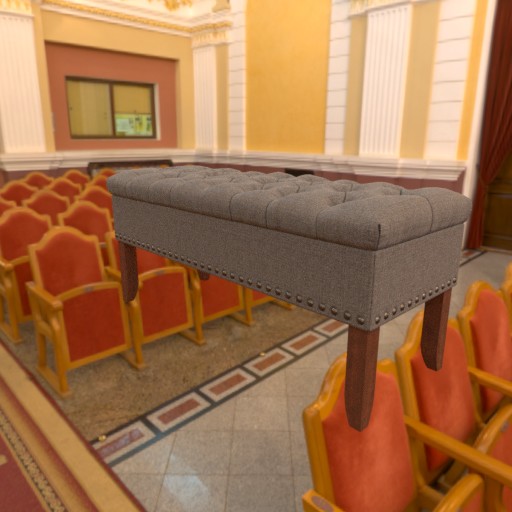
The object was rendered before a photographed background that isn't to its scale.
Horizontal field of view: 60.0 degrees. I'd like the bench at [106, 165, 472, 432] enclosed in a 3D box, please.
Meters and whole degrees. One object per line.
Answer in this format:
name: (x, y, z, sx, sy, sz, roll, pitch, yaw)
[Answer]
bench: (0.000, 0.000, 1.320, 0.417, 0.470, 1.052, -14, 21, -41)
